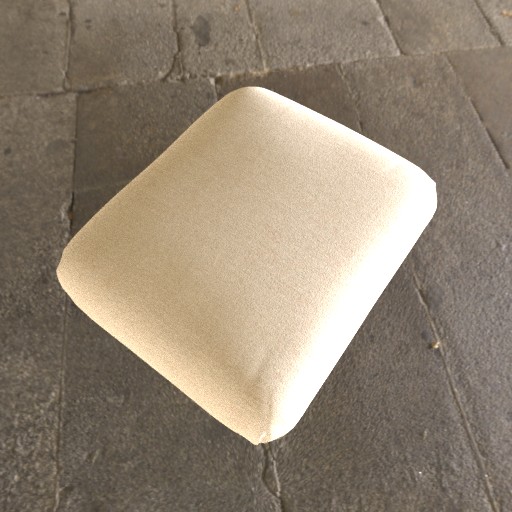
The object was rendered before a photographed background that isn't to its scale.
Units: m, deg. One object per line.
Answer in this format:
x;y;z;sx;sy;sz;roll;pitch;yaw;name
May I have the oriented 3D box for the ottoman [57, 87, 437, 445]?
0.000;0.000;1.133;0.622;0.450;0.747;33;66;16;ottoman
